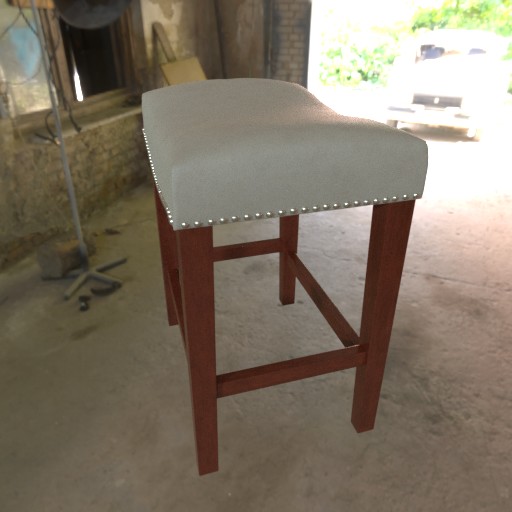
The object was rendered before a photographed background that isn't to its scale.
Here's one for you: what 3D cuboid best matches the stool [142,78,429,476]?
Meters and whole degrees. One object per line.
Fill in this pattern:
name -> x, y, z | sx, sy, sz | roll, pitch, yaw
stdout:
stool -> 0.000, 0.000, 0.921 | 0.375, 0.632, 0.509 | -9, 31, -14
